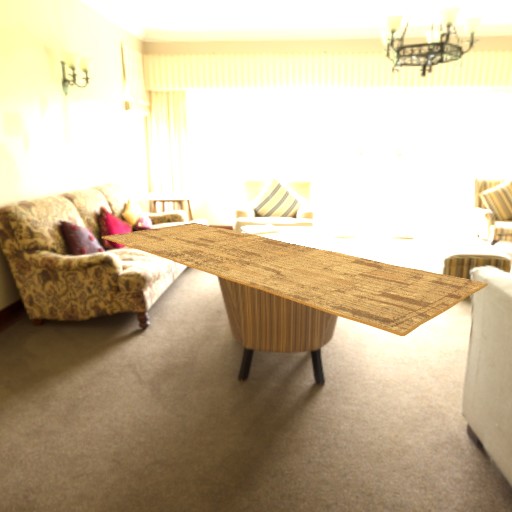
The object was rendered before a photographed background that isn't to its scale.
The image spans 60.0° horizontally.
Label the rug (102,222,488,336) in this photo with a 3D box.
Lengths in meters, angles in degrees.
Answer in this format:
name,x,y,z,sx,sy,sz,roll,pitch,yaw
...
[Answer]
name,x,y,z,sx,sy,sz,roll,pitch,yaw
rug,0.000,0.000,2.703,0.857,0.018,2.383,-14,20,-43
